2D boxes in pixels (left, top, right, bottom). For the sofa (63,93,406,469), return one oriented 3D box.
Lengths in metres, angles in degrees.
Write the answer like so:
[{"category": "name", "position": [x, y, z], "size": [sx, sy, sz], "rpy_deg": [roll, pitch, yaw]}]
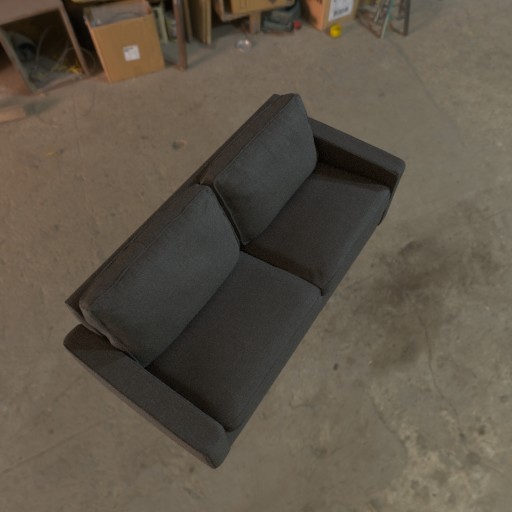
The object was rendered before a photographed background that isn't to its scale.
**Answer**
[{"category": "sofa", "position": [0.000, 0.000, 2.576], "size": [0.940, 0.919, 2.080], "rpy_deg": [30, 63, 17]}]
